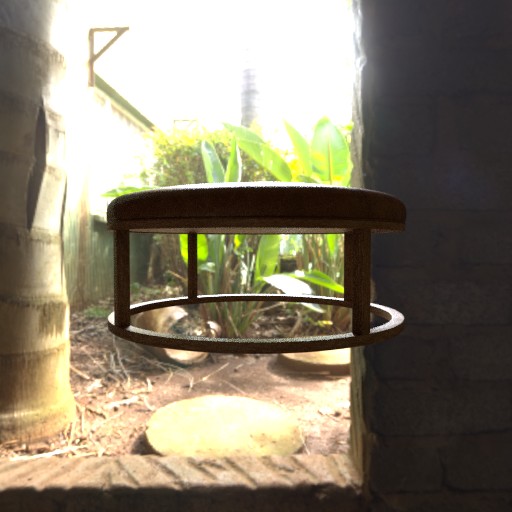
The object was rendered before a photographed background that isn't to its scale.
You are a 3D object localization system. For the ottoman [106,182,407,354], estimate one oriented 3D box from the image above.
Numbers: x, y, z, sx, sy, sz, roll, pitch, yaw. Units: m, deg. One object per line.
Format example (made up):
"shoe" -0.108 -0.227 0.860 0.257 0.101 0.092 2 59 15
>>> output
"ottoman" 0.000 0.000 1.563 1.006 0.445 1.006 0 2 0
